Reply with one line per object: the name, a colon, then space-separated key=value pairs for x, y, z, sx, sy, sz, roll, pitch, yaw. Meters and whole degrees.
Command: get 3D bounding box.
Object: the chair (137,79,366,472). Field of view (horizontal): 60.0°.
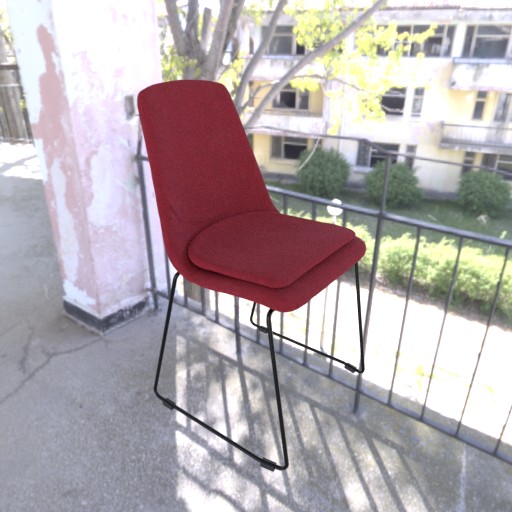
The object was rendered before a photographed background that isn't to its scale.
chair: x=0.000 y=0.000 z=1.185 sx=0.518 sy=0.858 sz=0.479 roll=18 pitch=31 yaw=33
